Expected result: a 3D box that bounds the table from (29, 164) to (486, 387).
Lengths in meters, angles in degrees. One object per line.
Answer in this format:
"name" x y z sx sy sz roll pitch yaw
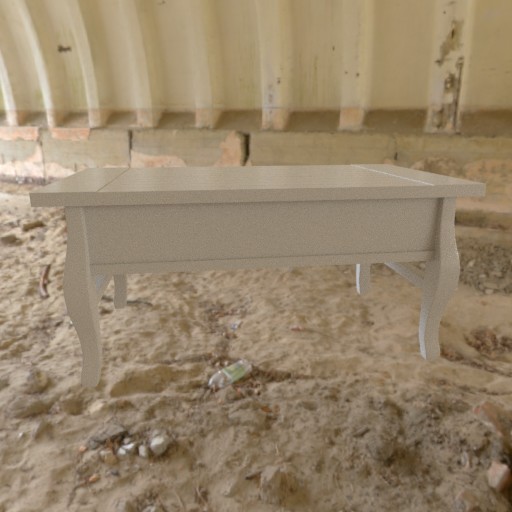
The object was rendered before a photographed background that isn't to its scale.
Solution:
"table" 0.000 0.000 1.364 1.062 0.495 0.600 -2 17 -8
